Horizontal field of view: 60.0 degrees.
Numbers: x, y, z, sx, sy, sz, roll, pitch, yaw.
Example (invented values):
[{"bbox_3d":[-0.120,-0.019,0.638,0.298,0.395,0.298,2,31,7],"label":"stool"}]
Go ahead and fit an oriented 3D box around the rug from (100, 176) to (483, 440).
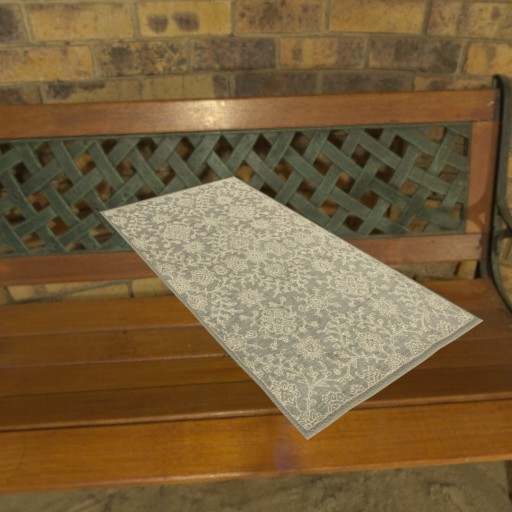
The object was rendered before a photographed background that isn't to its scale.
[{"bbox_3d":[0.000,0.000,3.618,1.546,0.011,3.048,-21,38,-29],"label":"rug"}]
